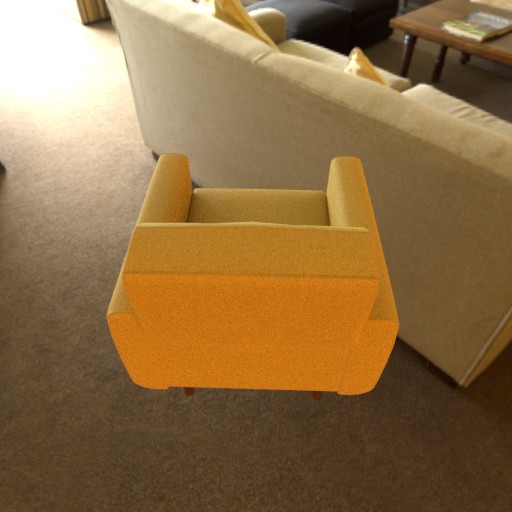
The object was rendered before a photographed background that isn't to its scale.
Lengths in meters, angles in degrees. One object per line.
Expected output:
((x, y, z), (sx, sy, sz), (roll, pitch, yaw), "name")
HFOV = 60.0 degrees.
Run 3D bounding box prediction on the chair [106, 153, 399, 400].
((0.000, 0.000, 1.575), (0.831, 0.841, 0.909), (1, 46, 1), "chair")
